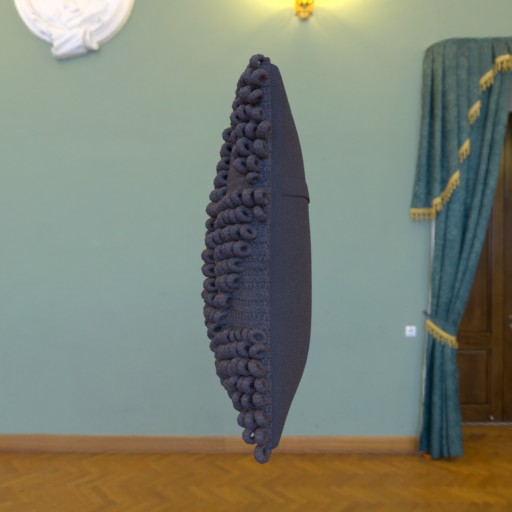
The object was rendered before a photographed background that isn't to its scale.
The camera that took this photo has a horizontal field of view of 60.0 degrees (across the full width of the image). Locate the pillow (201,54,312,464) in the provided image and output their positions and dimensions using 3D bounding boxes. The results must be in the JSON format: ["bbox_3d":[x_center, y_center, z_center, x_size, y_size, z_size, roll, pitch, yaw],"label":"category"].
[{"bbox_3d":[0.000,0.000,0.721,0.172,0.467,0.470,0,1,-1],"label":"pillow"}]
